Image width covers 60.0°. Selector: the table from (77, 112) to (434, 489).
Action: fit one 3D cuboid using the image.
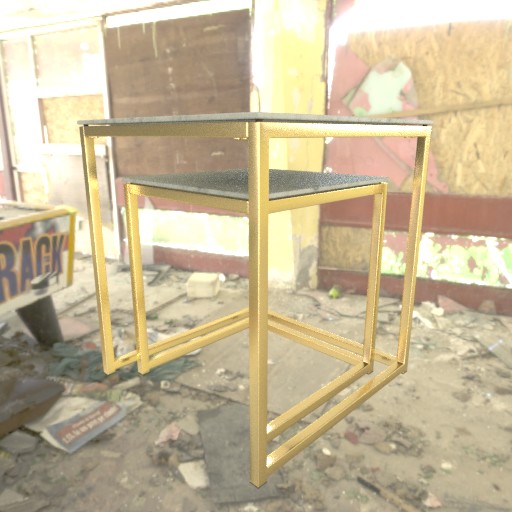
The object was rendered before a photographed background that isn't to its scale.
[{"bbox_3d":[0.000,0.000,0.854,0.450,0.500,0.450,15,21,42],"label":"table"}]
